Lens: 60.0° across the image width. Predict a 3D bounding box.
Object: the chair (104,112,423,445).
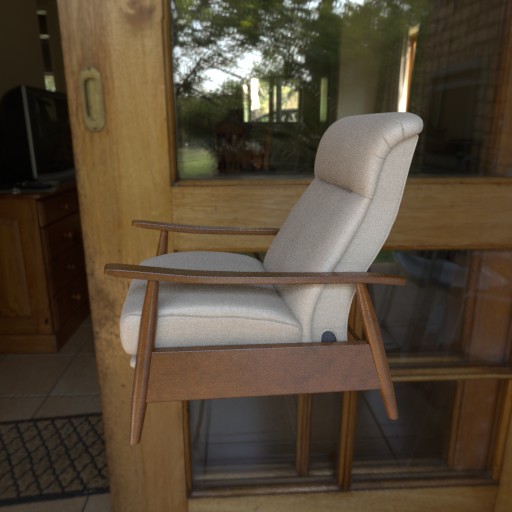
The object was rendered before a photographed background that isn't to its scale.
[{"bbox_3d":[0.000,0.000,1.766,1.030,1.082,0.762,-2,16,-8],"label":"chair"}]
